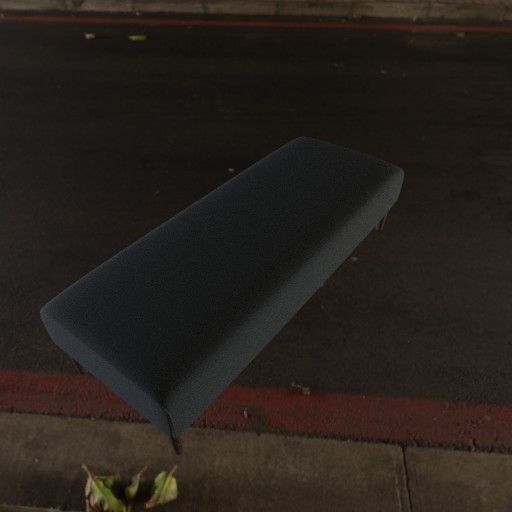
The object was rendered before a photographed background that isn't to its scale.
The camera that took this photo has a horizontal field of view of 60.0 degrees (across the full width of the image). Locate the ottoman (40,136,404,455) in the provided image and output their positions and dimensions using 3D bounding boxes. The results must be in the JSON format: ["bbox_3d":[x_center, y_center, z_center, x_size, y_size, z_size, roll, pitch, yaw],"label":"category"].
[{"bbox_3d":[0.000,0.000,1.911,0.646,0.393,1.609,26,47,27],"label":"ottoman"}]
